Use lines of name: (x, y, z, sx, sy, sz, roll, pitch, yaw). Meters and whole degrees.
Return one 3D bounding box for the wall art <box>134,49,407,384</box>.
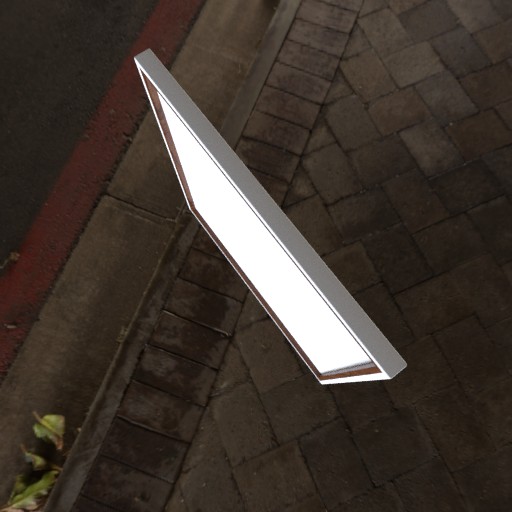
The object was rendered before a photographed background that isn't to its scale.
wall art: (0.000, 0.000, 1.527, 0.049, 1.009, 1.009, -35, 76, -10)
